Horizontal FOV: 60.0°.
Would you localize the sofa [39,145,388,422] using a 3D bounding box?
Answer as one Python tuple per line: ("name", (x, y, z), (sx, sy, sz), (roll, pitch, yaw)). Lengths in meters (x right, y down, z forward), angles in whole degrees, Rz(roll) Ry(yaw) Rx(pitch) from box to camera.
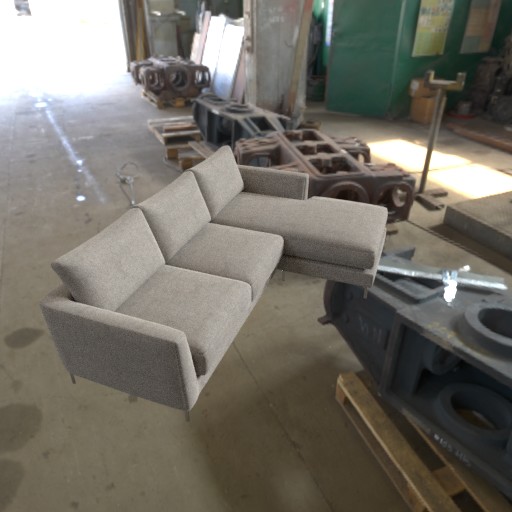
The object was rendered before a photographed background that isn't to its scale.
("sofa", (0.000, 0.000, 3.170), (1.626, 0.864, 2.438), (11, 33, 18))
